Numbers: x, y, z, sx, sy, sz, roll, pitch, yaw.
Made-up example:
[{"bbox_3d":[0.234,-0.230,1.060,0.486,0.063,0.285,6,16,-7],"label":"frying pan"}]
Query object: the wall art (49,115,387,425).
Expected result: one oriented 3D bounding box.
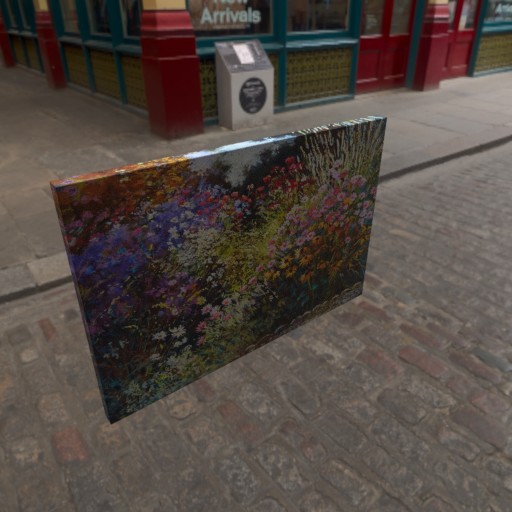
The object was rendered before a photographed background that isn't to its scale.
[{"bbox_3d":[0.000,0.000,1.172,0.908,0.604,0.037,-21,35,-32],"label":"wall art"}]
